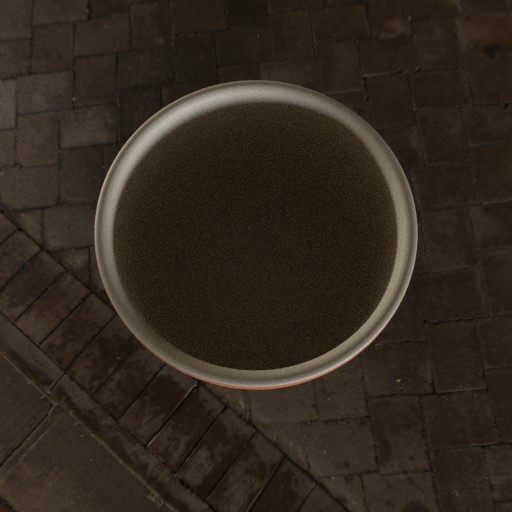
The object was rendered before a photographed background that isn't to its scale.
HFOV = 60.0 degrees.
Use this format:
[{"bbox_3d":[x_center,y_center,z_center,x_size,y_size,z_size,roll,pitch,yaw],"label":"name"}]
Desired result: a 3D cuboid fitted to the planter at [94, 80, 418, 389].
[{"bbox_3d":[0.000,0.000,0.220,0.124,0.109,0.124,0,75,0],"label":"planter"}]
